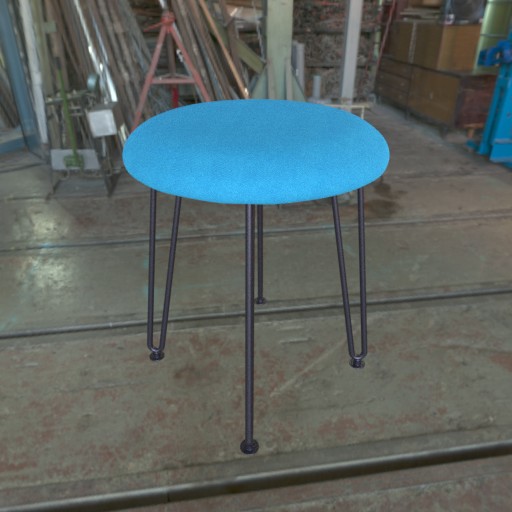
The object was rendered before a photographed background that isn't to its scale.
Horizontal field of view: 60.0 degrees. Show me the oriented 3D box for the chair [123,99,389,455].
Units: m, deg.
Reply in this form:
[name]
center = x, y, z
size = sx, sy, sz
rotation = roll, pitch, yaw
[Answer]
[chair]
center = 0.000, 0.000, 0.686
size = 0.350, 0.430, 0.350
rotation = 20, 35, 31
